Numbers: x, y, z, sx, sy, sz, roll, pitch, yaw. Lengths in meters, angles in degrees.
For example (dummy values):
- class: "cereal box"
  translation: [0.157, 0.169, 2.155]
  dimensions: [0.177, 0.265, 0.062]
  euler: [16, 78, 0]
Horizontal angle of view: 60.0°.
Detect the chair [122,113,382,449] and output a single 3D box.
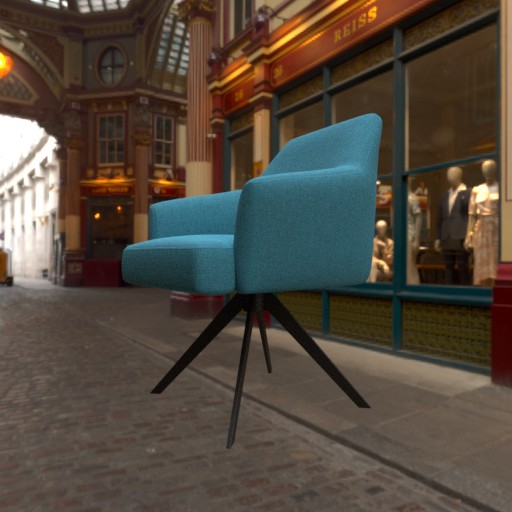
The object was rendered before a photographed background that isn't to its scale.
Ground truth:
- class: "chair"
  translation: [0.000, 0.000, 1.346]
  dimensions: [0.677, 0.874, 0.642]
  euler: [0, 0, -34]
